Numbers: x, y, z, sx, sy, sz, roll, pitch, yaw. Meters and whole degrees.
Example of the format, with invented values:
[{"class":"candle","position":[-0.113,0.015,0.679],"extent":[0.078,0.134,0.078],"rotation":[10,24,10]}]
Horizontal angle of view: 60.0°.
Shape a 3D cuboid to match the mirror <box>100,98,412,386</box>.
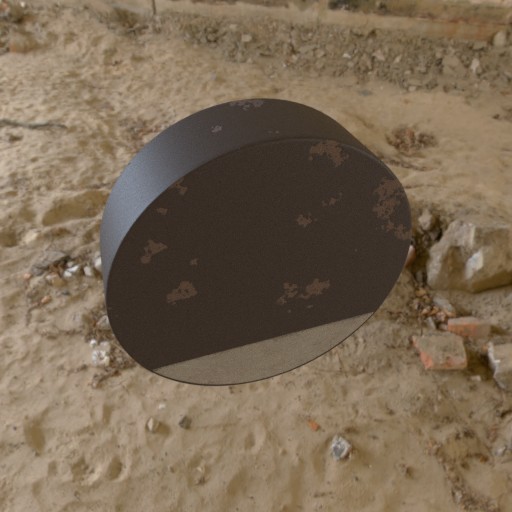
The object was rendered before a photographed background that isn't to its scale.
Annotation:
[{"class":"mirror","position":[0.000,0.000,0.586],"extent":[0.386,0.386,0.126],"rotation":[-12,42,-14]}]
